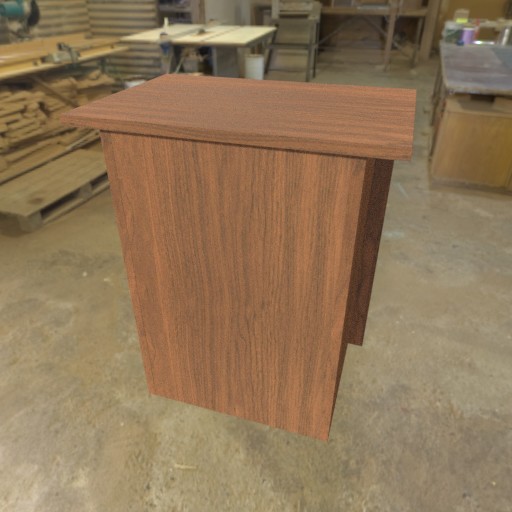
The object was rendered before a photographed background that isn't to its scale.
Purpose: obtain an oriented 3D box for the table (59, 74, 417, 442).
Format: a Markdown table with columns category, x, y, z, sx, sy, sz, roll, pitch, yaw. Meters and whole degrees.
| category | x | y | z | sx | sy | sz | roll | pitch | yaw |
| --- | --- | --- | --- | --- | --- | --- | --- | --- | --- |
| table | 0.000 | 0.000 | 1.047 | 0.589 | 0.711 | 0.406 | 10 | 33 | 15 |
